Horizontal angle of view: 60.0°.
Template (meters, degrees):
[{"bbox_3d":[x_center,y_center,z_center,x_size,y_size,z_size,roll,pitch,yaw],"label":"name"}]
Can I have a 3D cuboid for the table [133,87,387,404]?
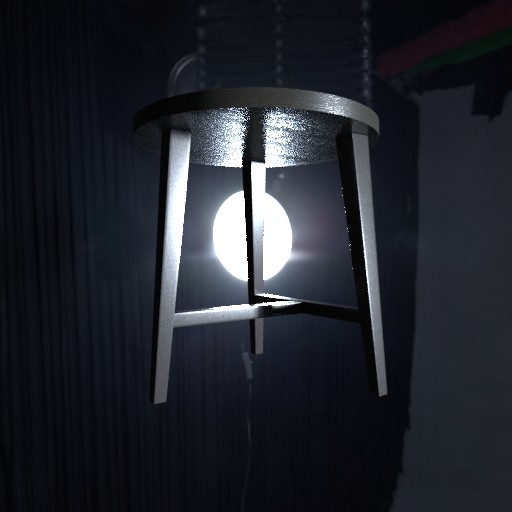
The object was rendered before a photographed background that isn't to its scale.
[{"bbox_3d":[0.000,0.000,0.939,0.500,0.531,0.500,0,1,0],"label":"table"}]
